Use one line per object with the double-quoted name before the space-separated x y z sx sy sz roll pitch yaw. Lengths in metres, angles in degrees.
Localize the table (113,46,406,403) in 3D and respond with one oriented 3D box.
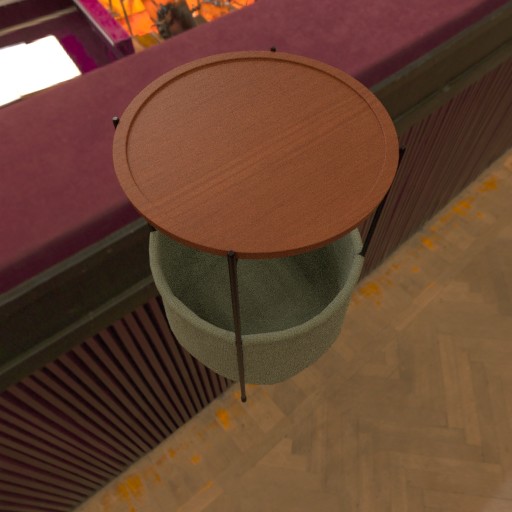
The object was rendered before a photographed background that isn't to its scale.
"table" 0.000 0.000 0.864 0.400 0.623 0.400 -32 63 -19
